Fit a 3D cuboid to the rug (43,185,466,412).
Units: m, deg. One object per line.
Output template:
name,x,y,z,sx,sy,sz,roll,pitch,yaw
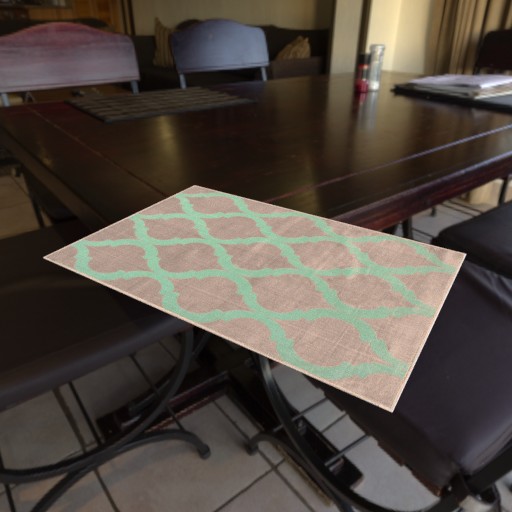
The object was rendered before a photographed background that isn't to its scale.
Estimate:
rug,0.000,0.000,2.877,2.286,0.006,1.524,18,35,28
